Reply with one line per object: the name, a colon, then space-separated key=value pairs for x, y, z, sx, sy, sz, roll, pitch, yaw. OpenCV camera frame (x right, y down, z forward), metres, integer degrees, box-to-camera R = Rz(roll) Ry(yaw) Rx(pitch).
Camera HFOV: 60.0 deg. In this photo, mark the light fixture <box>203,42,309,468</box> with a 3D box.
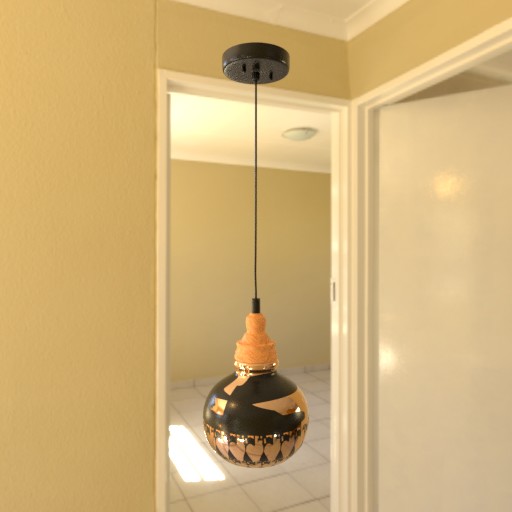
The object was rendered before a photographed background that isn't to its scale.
light fixture: x=0.000 y=0.000 z=1.805 sx=0.430 sy=1.606 sz=0.430 roll=0 pitch=0 yaw=-35
